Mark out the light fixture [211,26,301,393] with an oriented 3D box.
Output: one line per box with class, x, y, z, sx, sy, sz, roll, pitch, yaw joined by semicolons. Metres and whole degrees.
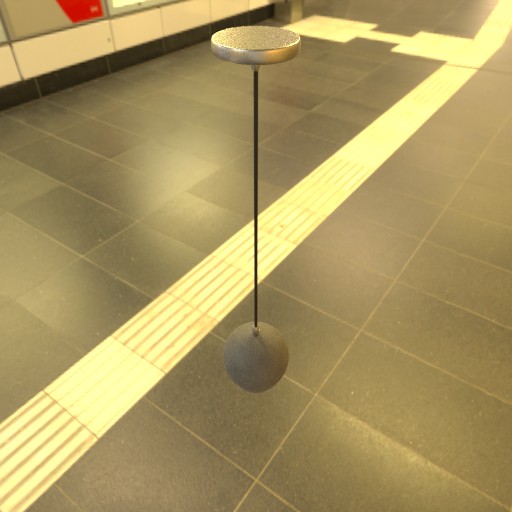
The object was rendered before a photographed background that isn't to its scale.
light fixture;0.000;0.000;0.833;0.153;0.760;0.153;11;41;12
